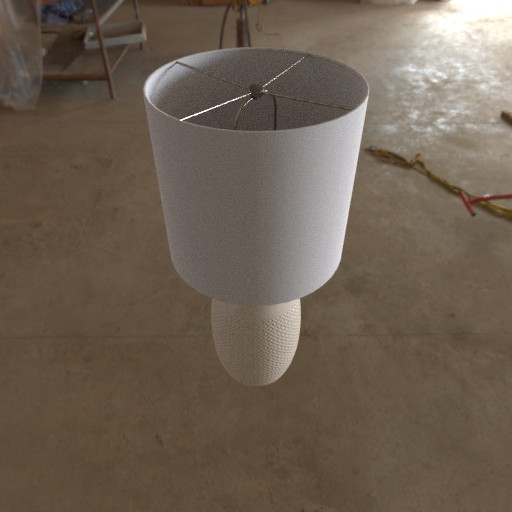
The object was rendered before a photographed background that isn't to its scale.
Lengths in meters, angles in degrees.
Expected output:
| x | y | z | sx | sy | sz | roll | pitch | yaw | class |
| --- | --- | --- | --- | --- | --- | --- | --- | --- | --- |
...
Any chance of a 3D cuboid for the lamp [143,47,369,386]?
| x | y | z | sx | sy | sz | roll | pitch | yaw | class |
| --- | --- | --- | --- | --- | --- | --- | --- | --- | --- |
| 0.000 | 0.000 | 0.581 | 0.217 | 0.453 | 0.217 | 26 | 48 | 26 | lamp |
